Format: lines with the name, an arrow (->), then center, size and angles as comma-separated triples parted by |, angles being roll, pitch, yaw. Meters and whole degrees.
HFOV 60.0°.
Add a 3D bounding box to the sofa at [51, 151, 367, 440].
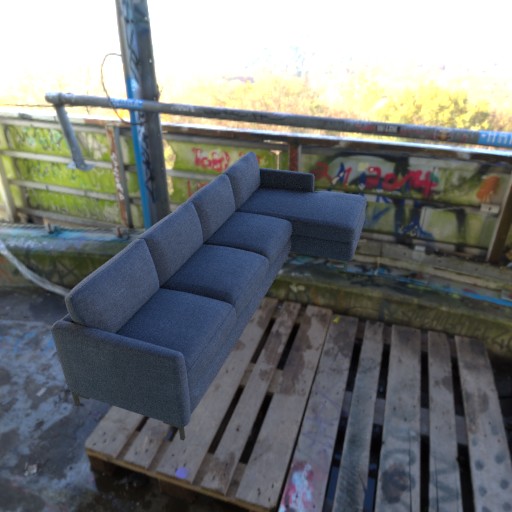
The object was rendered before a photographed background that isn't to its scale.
sofa -> 0.000, 0.000, 3.470 | 1.350, 0.810, 2.932 | 10, 32, 17
